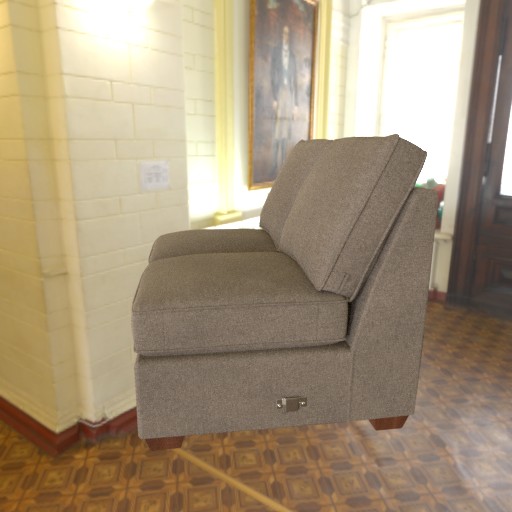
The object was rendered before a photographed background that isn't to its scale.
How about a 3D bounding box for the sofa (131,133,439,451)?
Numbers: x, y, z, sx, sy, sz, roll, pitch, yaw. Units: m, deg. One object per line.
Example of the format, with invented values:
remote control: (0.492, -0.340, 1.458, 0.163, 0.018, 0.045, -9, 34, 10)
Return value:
sofa: (0.000, 0.000, 1.941, 0.951, 1.008, 1.237, -2, 14, -8)
